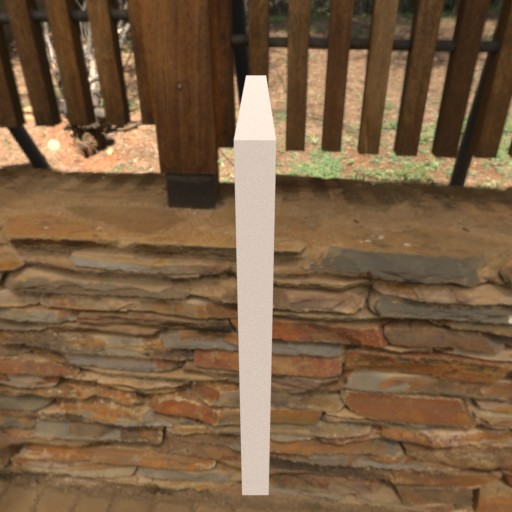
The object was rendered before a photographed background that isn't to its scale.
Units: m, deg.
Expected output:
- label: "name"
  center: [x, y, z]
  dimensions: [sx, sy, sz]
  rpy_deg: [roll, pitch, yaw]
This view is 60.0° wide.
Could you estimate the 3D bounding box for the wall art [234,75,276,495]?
- label: "wall art"
  center: [0.000, 0.000, 1.882]
  dimensions: [0.098, 1.291, 1.289]
  rpy_deg: [0, 28, 0]
